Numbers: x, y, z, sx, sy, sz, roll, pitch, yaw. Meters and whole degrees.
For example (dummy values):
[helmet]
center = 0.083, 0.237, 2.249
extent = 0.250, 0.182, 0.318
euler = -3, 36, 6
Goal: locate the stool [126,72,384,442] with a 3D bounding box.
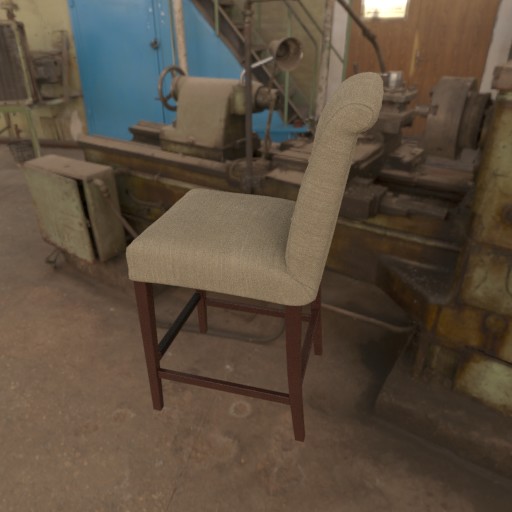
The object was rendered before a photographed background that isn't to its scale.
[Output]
[stool]
center = 0.000, 0.000, 1.429
extent = 0.660, 1.084, 0.486
euler = 8, 30, 13
